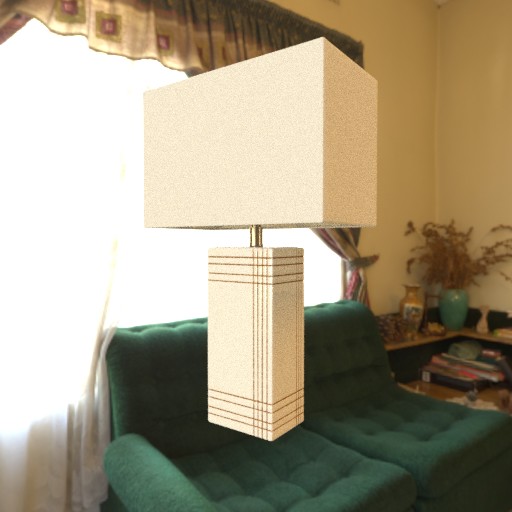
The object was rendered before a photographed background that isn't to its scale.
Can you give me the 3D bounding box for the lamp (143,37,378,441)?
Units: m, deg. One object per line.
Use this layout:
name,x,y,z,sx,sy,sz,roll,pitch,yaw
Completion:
lamp,0.000,0.000,0.716,0.334,0.543,0.182,1,2,36
